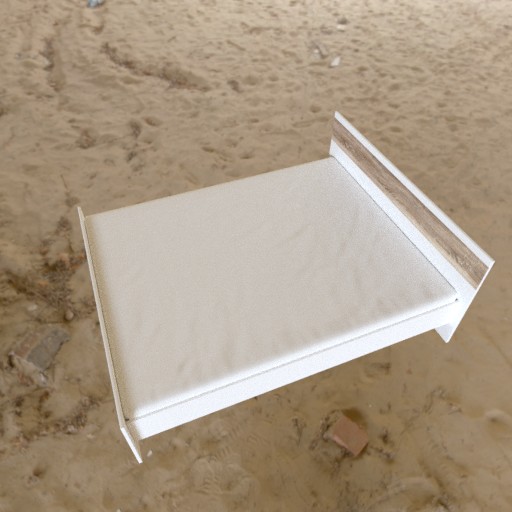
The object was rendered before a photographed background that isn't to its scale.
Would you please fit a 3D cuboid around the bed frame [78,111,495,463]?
[{"bbox_3d":[0.000,0.000,2.939,2.060,0.800,1.720,-16,49,-15],"label":"bed frame"}]
